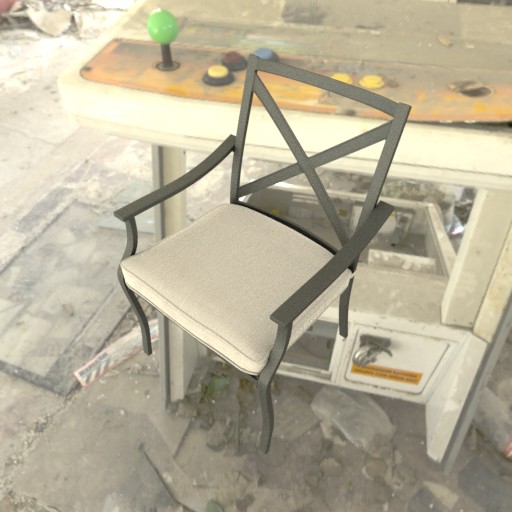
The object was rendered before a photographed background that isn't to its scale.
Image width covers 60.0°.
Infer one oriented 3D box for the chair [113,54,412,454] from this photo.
[{"bbox_3d":[0.000,0.000,1.303,0.575,0.889,0.620,31,52,27],"label":"chair"}]
